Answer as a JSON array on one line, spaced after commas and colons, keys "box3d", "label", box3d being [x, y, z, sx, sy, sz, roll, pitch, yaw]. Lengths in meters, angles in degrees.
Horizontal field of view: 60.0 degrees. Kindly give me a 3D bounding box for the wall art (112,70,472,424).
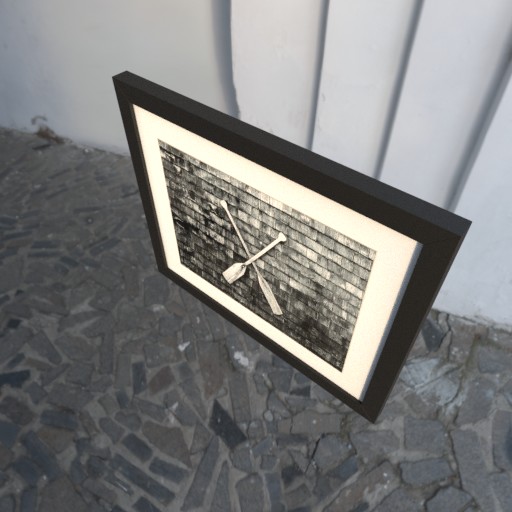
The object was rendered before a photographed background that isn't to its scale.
[{"box3d": [0.000, 0.000, 0.739, 0.558, 0.457, 0.029, 31, 54, 26], "label": "wall art"}]
